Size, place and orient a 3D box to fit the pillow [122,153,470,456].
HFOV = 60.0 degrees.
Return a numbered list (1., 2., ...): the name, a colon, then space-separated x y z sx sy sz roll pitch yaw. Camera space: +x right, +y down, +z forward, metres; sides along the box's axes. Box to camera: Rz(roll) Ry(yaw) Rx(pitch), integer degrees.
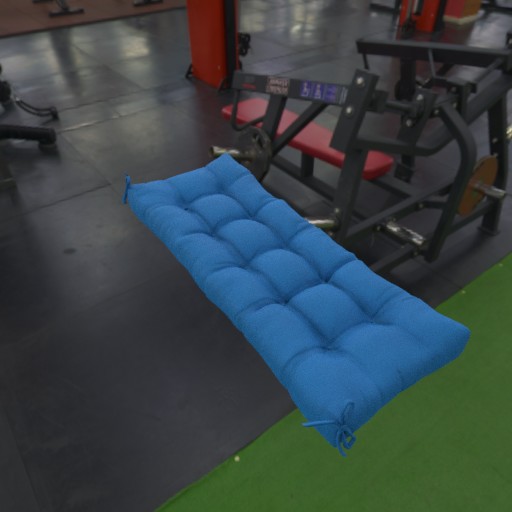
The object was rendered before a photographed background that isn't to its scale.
1. pillow: 0.000 0.000 1.336 0.511 0.174 1.194 -24 46 -26
